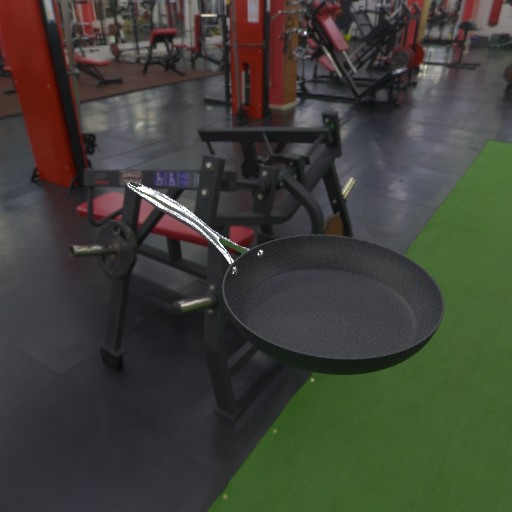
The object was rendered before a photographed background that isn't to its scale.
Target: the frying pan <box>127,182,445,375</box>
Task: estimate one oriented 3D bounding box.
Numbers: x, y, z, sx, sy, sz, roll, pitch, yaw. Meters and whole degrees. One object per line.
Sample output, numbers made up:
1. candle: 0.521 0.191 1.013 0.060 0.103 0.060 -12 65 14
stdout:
1. frying pan: 0.000 0.000 0.580 0.472 0.105 0.255 20 35 31
